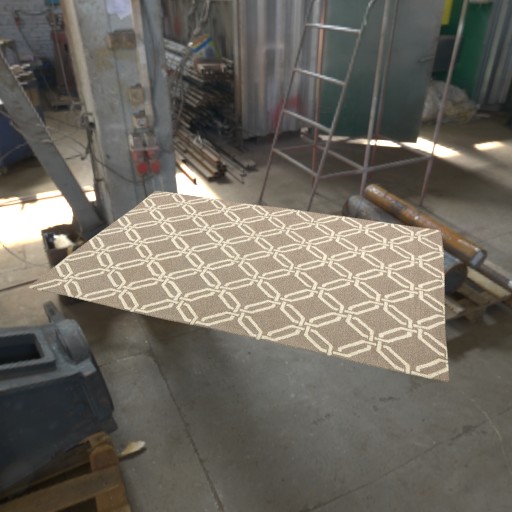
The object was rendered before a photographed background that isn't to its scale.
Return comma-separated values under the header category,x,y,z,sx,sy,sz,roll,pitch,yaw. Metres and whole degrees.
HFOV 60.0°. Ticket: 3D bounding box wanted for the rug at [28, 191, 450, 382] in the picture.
category,x,y,z,sx,sy,sz,roll,pitch,yaw
rug,0.000,0.000,2.168,1.748,0.010,1.142,10,33,16
